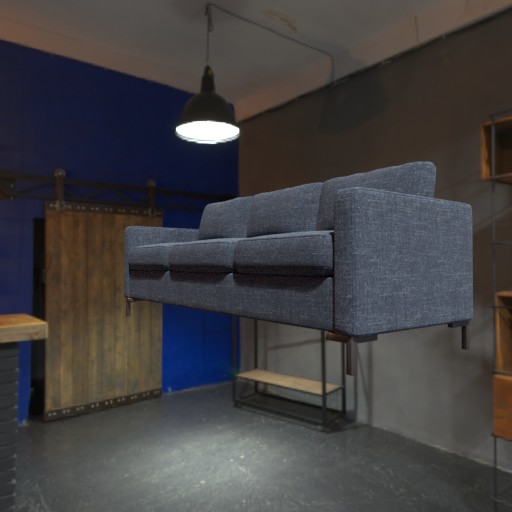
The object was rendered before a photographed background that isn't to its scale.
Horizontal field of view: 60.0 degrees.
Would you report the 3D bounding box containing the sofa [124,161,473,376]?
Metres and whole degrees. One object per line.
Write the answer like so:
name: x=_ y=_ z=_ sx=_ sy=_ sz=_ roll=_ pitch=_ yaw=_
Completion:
sofa: x=0.000 y=0.000 z=2.667 sx=0.859 sy=0.874 sz=2.218 roll=1 pitch=-1 yaw=-37
